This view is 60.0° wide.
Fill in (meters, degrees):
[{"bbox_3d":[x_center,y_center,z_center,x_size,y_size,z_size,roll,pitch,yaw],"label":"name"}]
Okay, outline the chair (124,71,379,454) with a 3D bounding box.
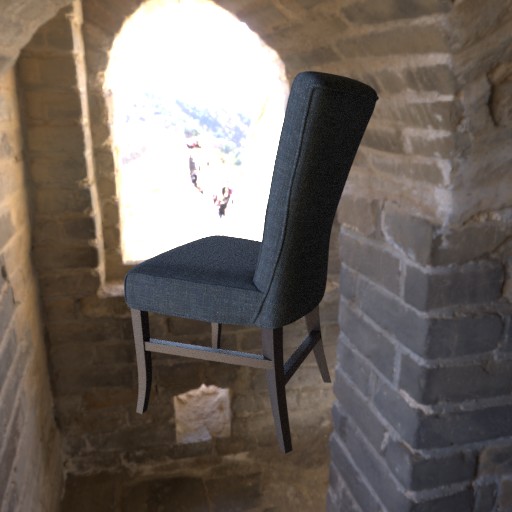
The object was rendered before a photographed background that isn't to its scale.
[{"bbox_3d":[0.000,0.000,1.362,0.660,0.991,0.520,8,18,25],"label":"chair"}]
